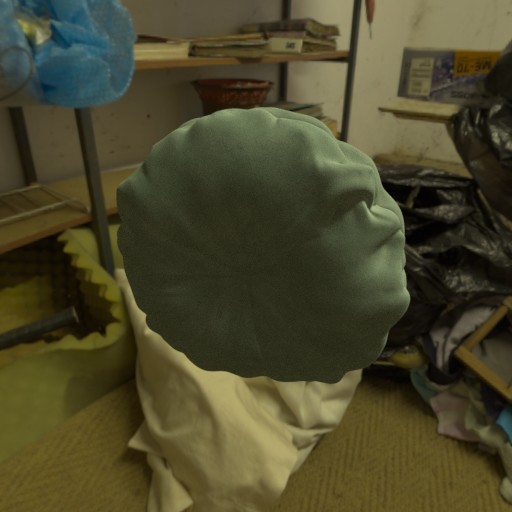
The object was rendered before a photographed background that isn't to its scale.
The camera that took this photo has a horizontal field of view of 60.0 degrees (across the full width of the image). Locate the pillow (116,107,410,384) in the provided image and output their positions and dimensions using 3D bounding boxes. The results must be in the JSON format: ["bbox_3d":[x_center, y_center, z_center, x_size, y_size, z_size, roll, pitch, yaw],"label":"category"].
[{"bbox_3d":[0.000,0.000,0.637,0.428,0.407,0.148,8,28,15],"label":"pillow"}]
